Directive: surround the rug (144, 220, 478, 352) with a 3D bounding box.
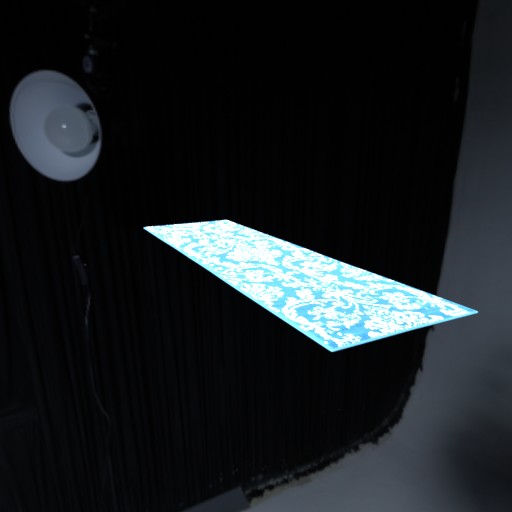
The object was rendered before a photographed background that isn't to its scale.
[{"bbox_3d":[0.000,0.000,2.395,0.662,0.011,2.196,-8,16,-27],"label":"rug"}]
